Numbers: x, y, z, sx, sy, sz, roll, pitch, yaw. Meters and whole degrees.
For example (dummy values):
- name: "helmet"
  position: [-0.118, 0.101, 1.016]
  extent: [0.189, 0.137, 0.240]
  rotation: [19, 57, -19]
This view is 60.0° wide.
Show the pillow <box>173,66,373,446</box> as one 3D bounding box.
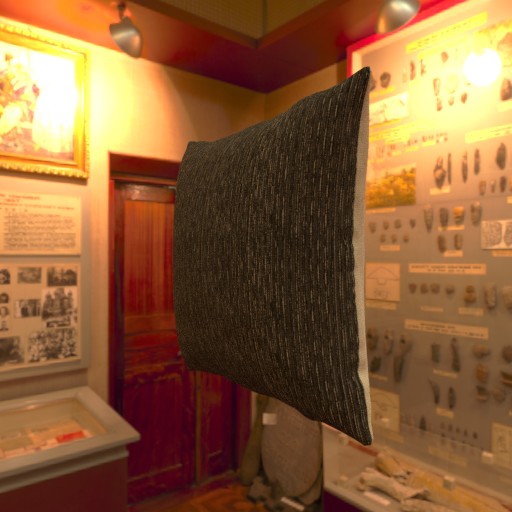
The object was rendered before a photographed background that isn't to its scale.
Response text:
- name: "pillow"
  position: [0.000, 0.000, 0.672]
  extent: [0.196, 0.434, 0.433]
  rotation: [0, 0, -37]
